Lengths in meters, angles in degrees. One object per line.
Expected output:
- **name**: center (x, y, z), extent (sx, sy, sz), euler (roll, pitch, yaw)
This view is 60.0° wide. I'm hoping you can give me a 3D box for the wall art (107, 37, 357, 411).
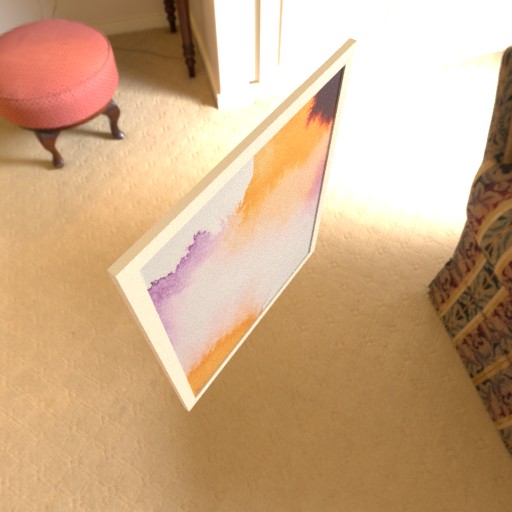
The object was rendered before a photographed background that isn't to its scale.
- **wall art**: center (0.000, 0.000, 0.771), extent (0.012, 0.557, 0.482), euler (31, 63, 18)
